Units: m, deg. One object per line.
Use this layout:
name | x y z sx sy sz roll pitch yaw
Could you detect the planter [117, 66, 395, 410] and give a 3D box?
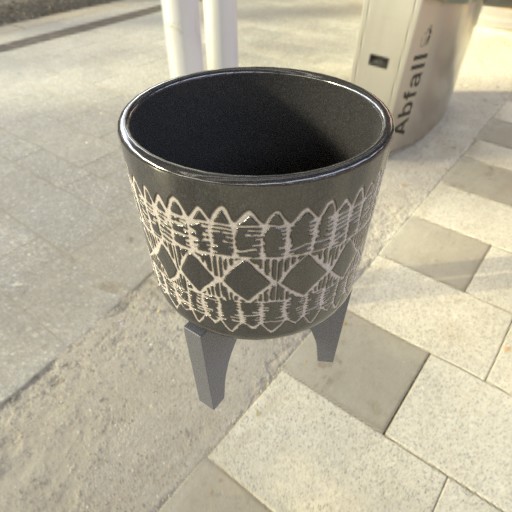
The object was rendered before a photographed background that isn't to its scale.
planter | 0.000 0.000 0.523 0.251 0.355 0.251 25 47 26
